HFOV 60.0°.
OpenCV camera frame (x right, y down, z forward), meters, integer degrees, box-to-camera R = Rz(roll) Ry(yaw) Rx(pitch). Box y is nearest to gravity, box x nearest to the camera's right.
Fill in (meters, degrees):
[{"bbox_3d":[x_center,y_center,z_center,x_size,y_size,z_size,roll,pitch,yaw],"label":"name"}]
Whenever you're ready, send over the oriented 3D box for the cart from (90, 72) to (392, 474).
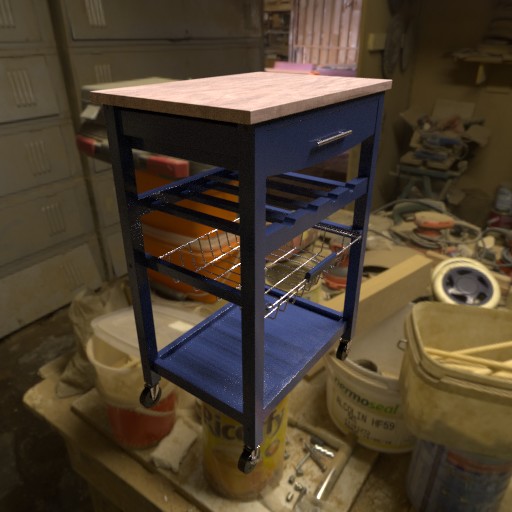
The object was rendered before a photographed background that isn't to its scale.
[{"bbox_3d":[0.000,0.000,1.161,0.403,0.839,0.584,18,32,32],"label":"cart"}]
